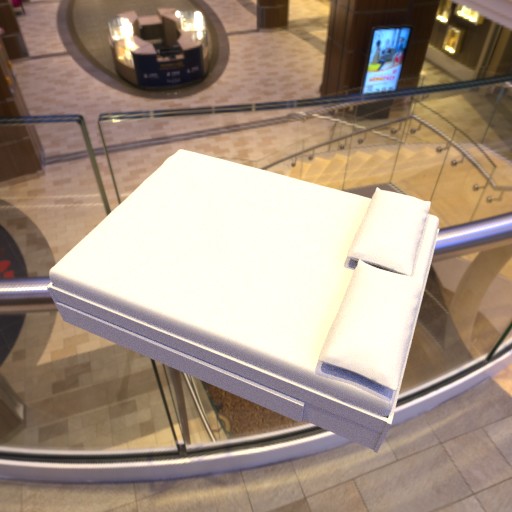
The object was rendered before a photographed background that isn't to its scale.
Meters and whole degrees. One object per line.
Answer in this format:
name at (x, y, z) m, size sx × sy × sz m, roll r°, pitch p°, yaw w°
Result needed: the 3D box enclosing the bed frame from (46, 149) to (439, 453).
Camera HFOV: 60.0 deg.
bed frame at (0.000, 0.000, 2.690) m, size 1.950 × 0.629 × 1.450 m, roll 18°, pitch 48°, yaw 17°
